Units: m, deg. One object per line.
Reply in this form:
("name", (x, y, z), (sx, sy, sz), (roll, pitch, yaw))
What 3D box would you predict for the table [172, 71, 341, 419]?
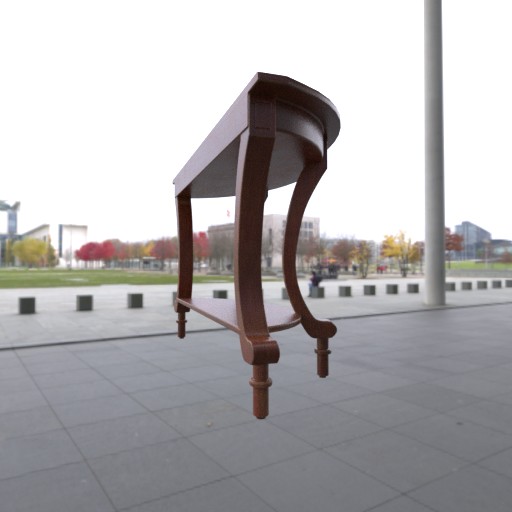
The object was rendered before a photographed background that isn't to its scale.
("table", (0.000, 0.000, 1.485), (0.394, 0.699, 1.198), (0, -1, -19))
